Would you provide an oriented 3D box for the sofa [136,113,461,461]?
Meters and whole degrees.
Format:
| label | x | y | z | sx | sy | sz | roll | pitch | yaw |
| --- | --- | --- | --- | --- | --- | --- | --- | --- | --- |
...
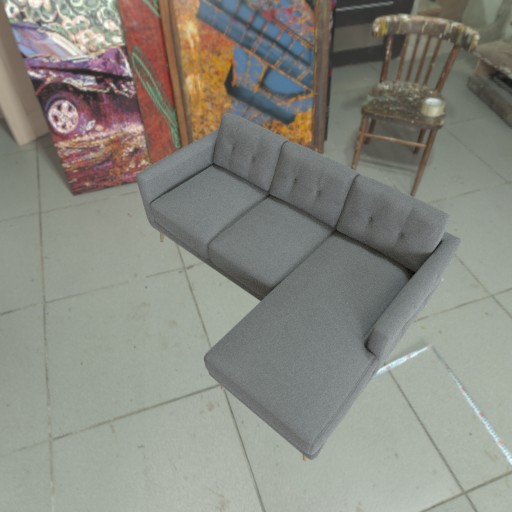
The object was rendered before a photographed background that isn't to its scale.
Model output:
| label | x | y | z | sx | sy | sz | roll | pitch | yaw |
| --- | --- | --- | --- | --- | --- | --- | --- | --- | --- |
| sofa | 0.000 | 0.000 | 2.892 | 2.040 | 0.860 | 1.530 | 33 | 55 | 26 |
